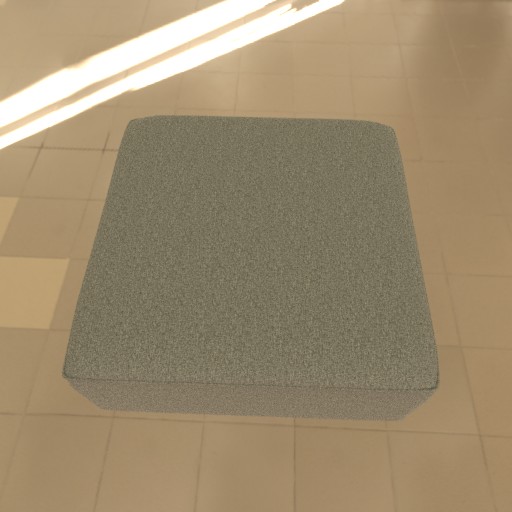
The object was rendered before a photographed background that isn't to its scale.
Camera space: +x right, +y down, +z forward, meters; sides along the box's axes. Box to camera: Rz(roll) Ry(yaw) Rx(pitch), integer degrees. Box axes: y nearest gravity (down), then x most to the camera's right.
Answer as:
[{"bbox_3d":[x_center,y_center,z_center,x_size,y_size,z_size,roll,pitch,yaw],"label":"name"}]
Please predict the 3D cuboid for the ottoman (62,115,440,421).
[{"bbox_3d":[0.000,0.000,1.553,1.015,0.464,1.005,2,58,1],"label":"ottoman"}]
